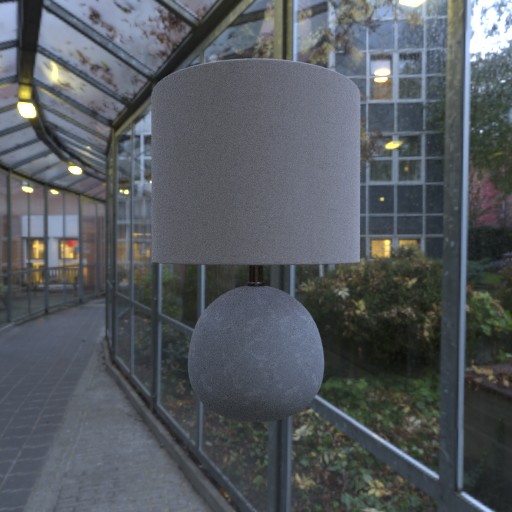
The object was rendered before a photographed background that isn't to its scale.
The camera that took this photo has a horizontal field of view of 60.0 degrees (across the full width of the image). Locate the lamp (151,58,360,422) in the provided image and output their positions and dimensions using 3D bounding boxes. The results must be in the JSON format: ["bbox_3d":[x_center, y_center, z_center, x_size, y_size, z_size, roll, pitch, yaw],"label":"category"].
[{"bbox_3d":[0.000,0.000,0.590,0.269,0.409,0.269,0,1,-2],"label":"lamp"}]
